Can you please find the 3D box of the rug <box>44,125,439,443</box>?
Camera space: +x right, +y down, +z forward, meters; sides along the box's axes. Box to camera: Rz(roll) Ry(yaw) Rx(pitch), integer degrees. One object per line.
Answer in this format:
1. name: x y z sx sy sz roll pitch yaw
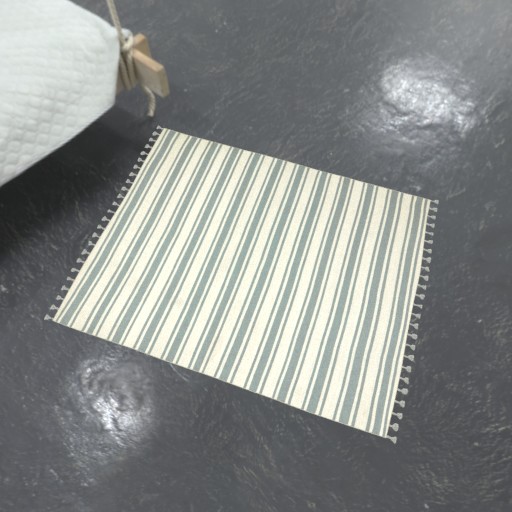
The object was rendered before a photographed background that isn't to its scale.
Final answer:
1. rug: 0.000 0.000 4.253 3.201 0.005 2.439 17 64 9
